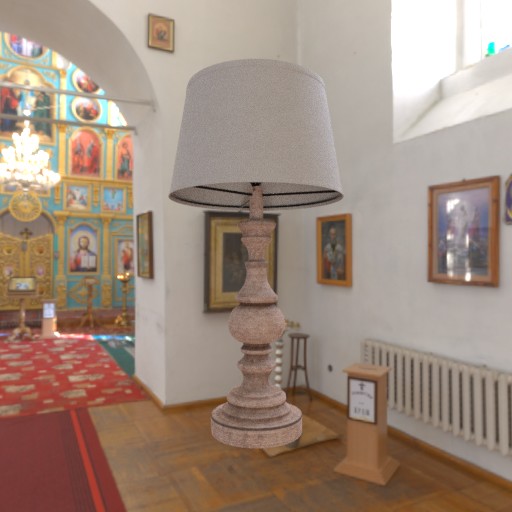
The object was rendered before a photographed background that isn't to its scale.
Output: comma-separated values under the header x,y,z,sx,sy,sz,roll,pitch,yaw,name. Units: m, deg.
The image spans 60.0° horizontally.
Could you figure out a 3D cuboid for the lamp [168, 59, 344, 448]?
x,y,z,sx,sy,sz,roll,pitch,yaw,name
0.000,0.000,0.871,0.340,0.678,0.340,0,-2,0,lamp
